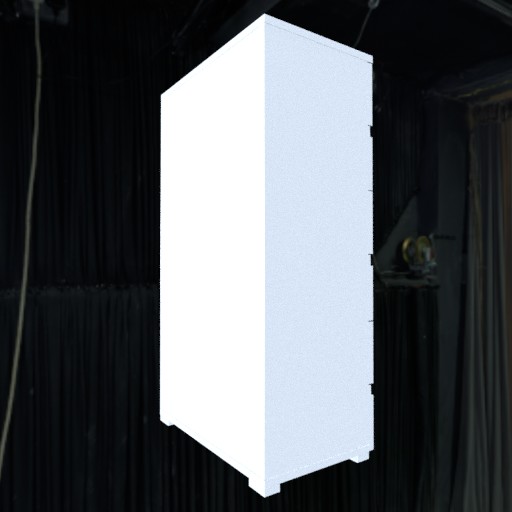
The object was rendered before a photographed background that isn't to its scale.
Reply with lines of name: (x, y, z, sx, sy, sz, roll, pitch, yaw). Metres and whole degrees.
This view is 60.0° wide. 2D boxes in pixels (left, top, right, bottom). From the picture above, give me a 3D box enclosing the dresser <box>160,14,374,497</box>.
dresser: (0.000, 0.000, 1.470, 0.400, 1.190, 0.650, 1, -1, -35)
